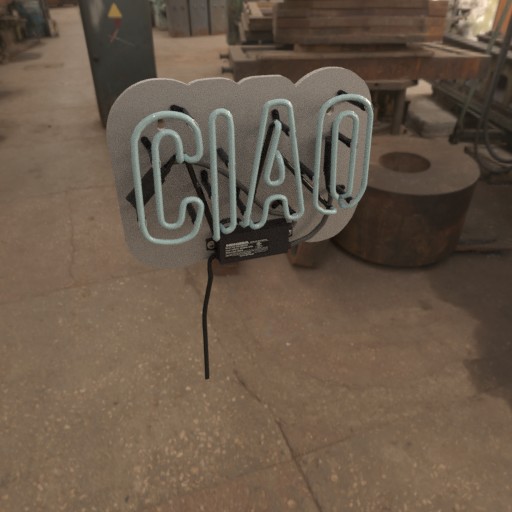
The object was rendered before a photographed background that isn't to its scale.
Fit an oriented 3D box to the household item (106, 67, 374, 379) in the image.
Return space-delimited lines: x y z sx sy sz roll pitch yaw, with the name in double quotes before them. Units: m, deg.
"household item" 0.000 0.000 0.387 0.211 0.294 0.042 -10 34 -15
